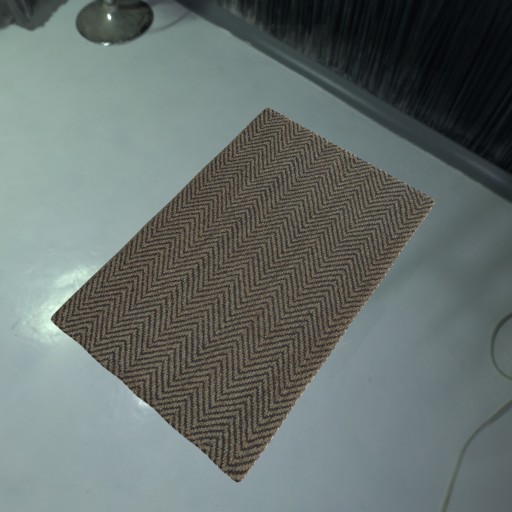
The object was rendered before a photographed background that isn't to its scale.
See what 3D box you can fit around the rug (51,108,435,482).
[{"bbox_3d":[0.000,0.000,2.382,1.219,0.008,1.828,34,68,16],"label":"rug"}]
